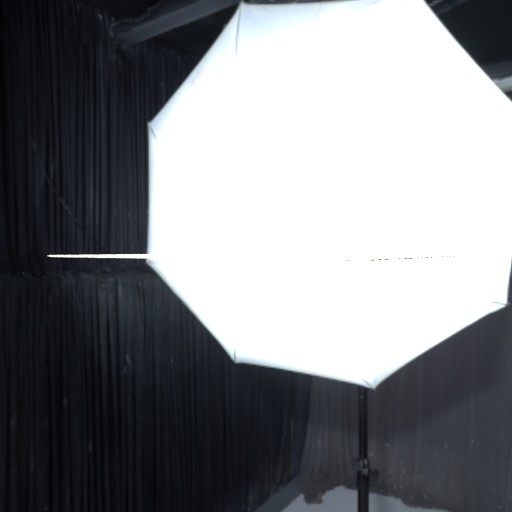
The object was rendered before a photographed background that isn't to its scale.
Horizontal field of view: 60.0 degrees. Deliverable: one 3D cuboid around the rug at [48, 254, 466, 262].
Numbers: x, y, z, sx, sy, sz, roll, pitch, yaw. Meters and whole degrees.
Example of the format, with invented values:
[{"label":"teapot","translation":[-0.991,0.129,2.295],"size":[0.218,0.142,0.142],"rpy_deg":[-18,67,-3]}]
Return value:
[{"label":"rug","translation":[0.000,0.000,2.250],"size":[1.726,0.009,1.278],"rpy_deg":[1,1,36]}]
